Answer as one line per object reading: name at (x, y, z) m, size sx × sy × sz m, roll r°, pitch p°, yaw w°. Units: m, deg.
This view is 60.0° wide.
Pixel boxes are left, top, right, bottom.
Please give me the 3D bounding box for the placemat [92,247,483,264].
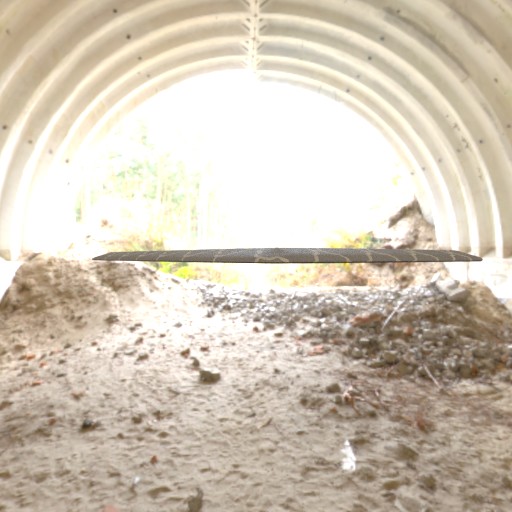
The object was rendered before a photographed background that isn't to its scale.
placemat at (0.000, 0.000, 0.968) m, size 0.508 × 0.021 × 0.762 m, roll 0°, pitch 0°, yaw -36°
